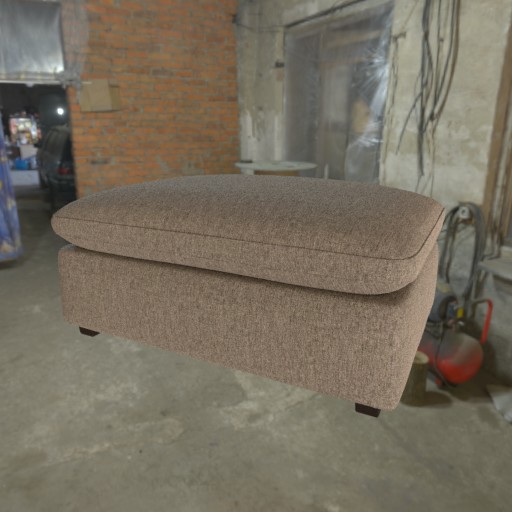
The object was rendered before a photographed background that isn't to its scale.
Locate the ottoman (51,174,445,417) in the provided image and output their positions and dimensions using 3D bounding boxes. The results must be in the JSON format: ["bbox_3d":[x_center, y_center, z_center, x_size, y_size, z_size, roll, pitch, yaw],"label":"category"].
[{"bbox_3d":[0.000,0.000,1.317,0.977,0.451,0.694,8,18,26],"label":"ottoman"}]
